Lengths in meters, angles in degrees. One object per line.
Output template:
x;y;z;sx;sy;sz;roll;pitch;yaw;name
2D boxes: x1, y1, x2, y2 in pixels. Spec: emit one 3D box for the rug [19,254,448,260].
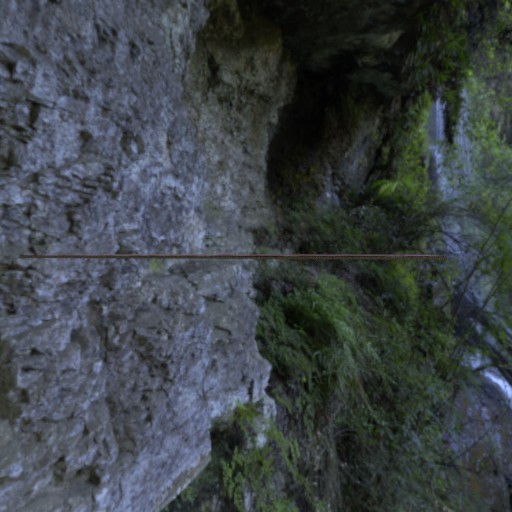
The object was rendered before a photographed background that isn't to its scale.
0.000;0.000;4.115;3.049;0.021;2.466;0;0;18;rug
